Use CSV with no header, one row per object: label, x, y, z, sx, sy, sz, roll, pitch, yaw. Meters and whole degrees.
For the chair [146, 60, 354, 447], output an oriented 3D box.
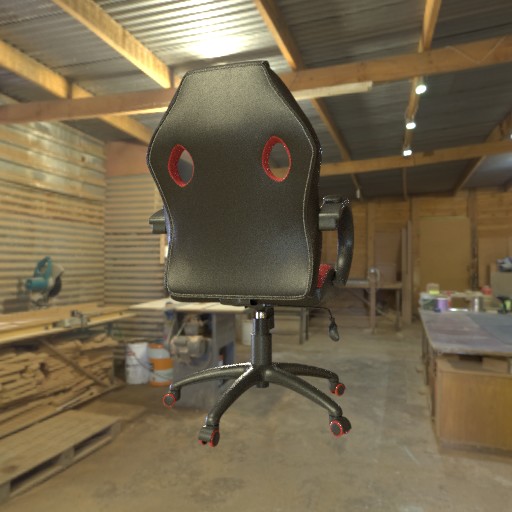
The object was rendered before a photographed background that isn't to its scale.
chair,0.000,0.000,1.714,0.750,1.189,0.783,0,0,17
